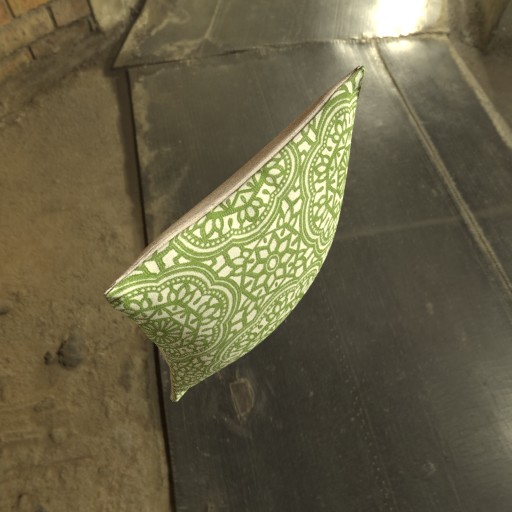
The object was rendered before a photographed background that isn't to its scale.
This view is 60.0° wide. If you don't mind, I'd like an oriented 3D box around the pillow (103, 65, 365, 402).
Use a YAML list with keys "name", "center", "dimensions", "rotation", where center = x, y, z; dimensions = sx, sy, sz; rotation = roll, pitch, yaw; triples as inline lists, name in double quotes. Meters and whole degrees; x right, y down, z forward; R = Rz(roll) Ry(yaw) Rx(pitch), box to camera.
- name: "pillow"
  center: [0.000, 0.000, 0.668]
  dimensions: [0.162, 0.419, 0.440]
  rotation: [36, 65, 19]
